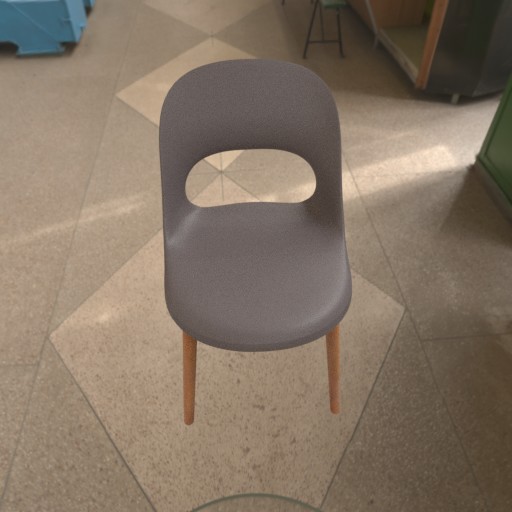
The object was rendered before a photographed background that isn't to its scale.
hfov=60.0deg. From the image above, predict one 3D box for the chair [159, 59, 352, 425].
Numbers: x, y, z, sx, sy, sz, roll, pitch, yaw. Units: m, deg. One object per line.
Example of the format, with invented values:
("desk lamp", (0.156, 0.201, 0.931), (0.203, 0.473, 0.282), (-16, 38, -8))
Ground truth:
("chair", (0.000, 0.000, 1.158), (0.470, 0.794, 0.556), (-3, 46, -3))
